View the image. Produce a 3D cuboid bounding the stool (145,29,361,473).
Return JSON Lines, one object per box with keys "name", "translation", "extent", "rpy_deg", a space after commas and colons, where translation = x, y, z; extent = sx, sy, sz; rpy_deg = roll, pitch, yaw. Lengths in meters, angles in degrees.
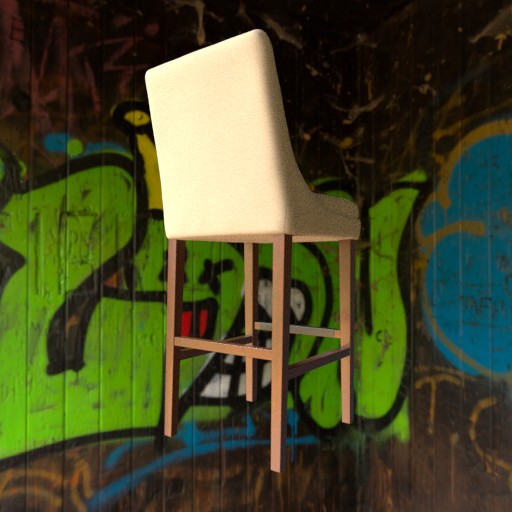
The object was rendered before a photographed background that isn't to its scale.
{"name": "stool", "translation": [0.000, 0.000, 1.369], "extent": [0.470, 1.078, 0.577], "rpy_deg": [-1, -1, 36]}
